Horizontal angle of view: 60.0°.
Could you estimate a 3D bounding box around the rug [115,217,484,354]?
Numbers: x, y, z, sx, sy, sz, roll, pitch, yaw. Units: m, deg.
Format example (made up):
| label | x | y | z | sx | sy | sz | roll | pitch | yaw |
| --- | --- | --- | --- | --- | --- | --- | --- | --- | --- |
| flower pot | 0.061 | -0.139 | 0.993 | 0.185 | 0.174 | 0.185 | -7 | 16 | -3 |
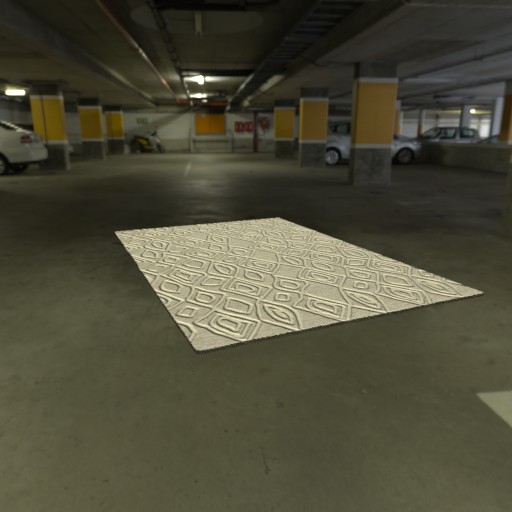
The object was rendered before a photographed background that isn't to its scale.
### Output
| label | x | y | z | sx | sy | sz | roll | pitch | yaw |
| --- | --- | --- | --- | --- | --- | --- | --- | --- | --- |
| rug | 0.000 | 0.000 | 2.361 | 1.224 | 0.016 | 1.832 | -7 | 17 | -24 |
